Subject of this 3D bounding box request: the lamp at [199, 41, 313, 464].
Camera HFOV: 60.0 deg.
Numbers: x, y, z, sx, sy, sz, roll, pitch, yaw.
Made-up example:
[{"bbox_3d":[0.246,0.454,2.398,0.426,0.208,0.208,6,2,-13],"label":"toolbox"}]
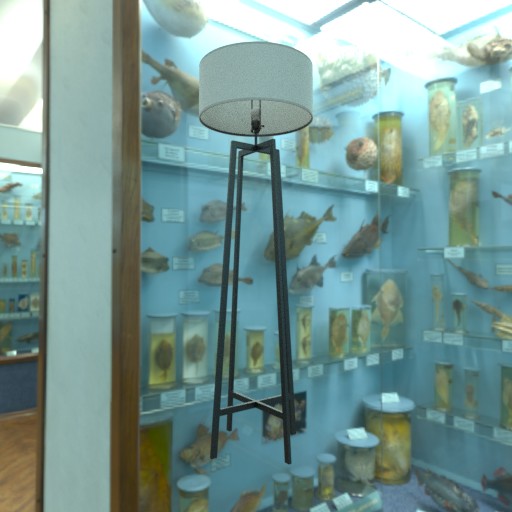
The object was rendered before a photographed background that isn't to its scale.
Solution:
[{"bbox_3d":[0.000,0.000,1.782,0.456,1.510,0.457,1,-1,-36],"label":"lamp"}]
